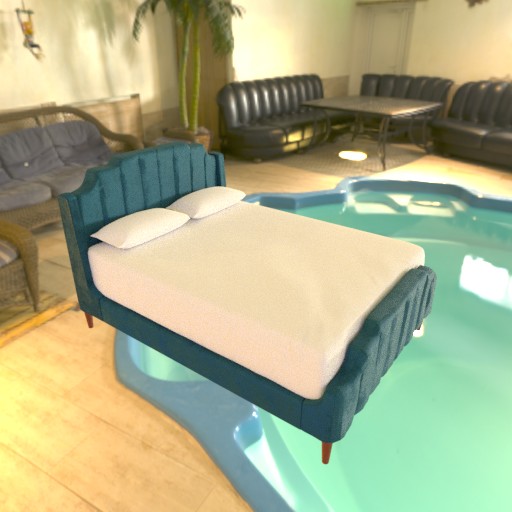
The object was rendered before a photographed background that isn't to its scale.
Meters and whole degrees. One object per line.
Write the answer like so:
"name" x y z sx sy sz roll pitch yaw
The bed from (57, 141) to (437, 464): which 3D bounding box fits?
"bed" 0.000 0.000 3.347 2.322 1.338 1.678 18 31 32
